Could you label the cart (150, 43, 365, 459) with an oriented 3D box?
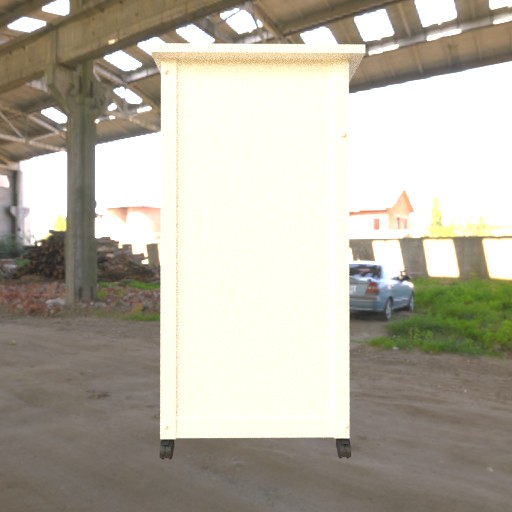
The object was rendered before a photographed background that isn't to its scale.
[{"bbox_3d":[0.000,0.000,1.247,0.442,0.864,0.683,0,-1,-1],"label":"cart"}]
